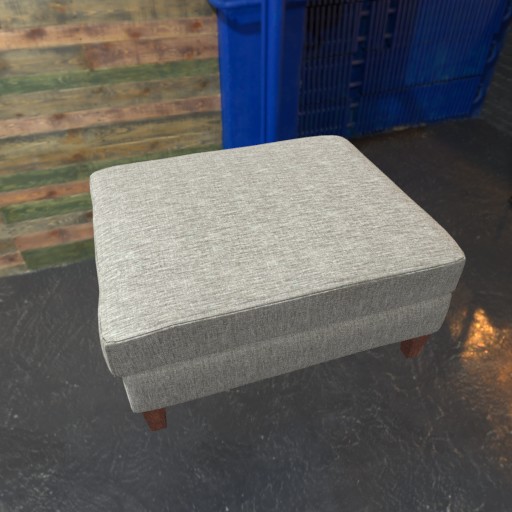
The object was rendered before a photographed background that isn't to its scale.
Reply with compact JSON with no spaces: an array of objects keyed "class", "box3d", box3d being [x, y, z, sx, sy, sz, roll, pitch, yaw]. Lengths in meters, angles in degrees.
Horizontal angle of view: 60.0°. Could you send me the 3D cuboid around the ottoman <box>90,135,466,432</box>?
[{"class":"ottoman","box3d":[0.000,0.000,1.512,0.994,0.492,0.839,-12,42,-13]}]
